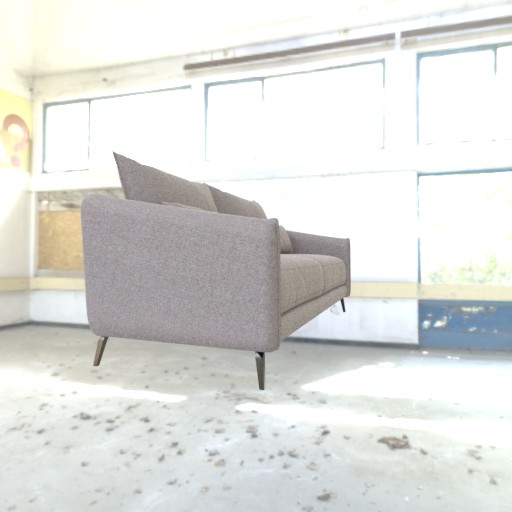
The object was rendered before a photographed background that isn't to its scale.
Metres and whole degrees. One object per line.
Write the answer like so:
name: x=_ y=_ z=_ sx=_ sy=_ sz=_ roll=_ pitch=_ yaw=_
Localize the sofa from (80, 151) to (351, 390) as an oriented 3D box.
sofa: x=0.000 y=0.000 z=2.443 sx=0.809 sy=0.833 sz=2.022 roll=0 pitch=0 yaw=19
